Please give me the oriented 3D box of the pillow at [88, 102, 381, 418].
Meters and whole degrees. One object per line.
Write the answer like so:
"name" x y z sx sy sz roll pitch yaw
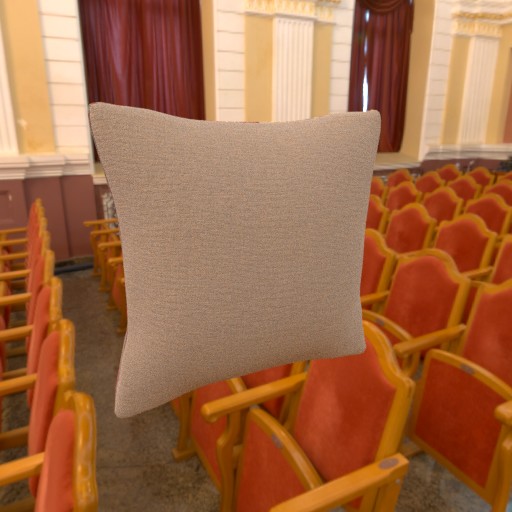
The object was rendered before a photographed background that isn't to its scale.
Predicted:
"pillow" 0.000 0.000 0.652 0.437 0.419 0.136 -8 18 -25
